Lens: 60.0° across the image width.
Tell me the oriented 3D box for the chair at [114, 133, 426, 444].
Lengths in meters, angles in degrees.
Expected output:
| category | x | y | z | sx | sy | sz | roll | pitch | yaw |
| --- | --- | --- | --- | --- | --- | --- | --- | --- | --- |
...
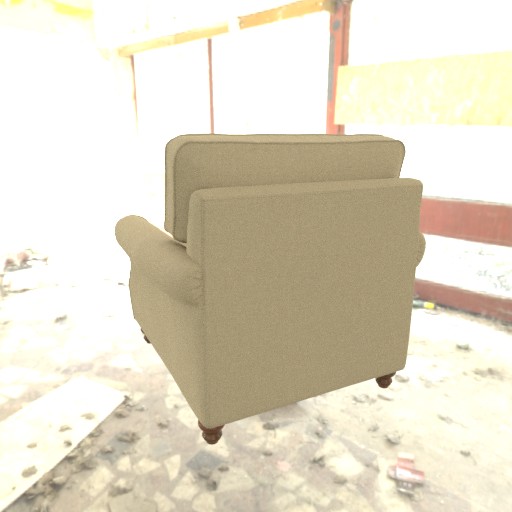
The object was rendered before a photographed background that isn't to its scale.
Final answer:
| category | x | y | z | sx | sy | sz | roll | pitch | yaw |
| --- | --- | --- | --- | --- | --- | --- | --- | --- | --- |
| chair | 0.000 | 0.000 | 1.820 | 1.029 | 0.967 | 0.966 | -8 | 17 | -26 |
